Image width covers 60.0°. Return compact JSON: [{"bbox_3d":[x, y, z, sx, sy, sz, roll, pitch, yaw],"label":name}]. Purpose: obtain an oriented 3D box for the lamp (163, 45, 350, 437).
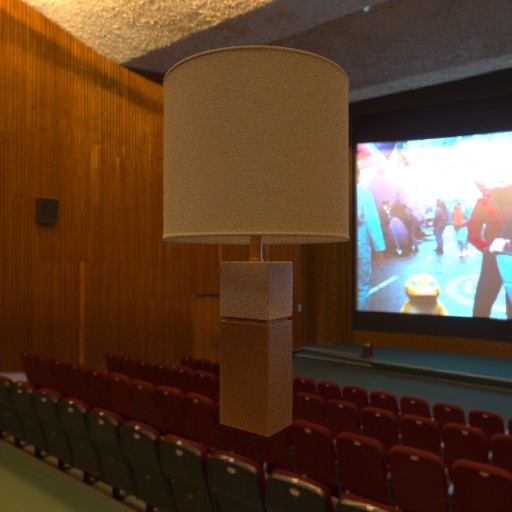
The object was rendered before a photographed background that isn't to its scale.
[{"bbox_3d":[0.000,0.000,0.554,0.229,0.417,0.229,-1,-1,36],"label":"lamp"}]
